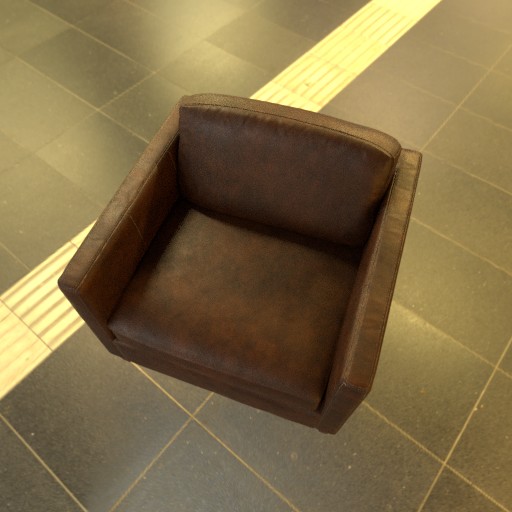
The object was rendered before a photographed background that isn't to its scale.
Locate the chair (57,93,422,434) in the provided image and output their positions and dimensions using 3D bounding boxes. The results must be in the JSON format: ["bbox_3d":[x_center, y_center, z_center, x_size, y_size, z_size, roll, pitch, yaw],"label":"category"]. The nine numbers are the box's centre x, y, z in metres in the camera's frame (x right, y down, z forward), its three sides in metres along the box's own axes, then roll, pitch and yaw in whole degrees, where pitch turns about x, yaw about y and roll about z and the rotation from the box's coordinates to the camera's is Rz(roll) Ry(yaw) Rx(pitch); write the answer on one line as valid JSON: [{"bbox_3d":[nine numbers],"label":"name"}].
[{"bbox_3d":[0.000,0.000,1.723,0.990,0.864,0.975,17,59,10],"label":"chair"}]
